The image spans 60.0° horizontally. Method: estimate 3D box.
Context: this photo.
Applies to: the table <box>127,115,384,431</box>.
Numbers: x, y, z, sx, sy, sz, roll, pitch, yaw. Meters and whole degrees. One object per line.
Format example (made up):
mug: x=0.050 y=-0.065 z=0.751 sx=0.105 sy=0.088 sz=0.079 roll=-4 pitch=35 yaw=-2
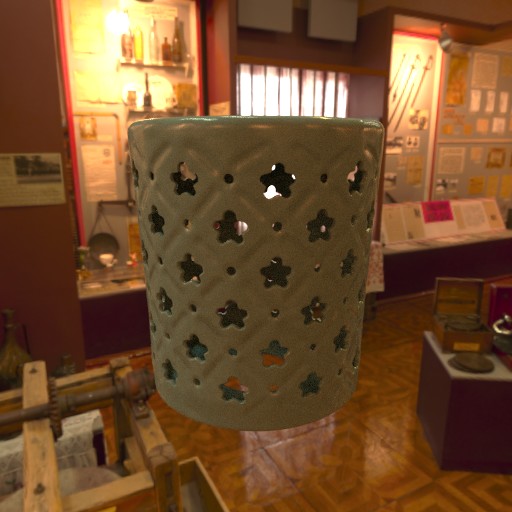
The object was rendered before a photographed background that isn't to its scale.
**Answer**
table: x=0.000 y=0.000 z=0.667 sx=0.352 sy=0.387 sz=0.352 roll=0 pitch=14 yaw=0
